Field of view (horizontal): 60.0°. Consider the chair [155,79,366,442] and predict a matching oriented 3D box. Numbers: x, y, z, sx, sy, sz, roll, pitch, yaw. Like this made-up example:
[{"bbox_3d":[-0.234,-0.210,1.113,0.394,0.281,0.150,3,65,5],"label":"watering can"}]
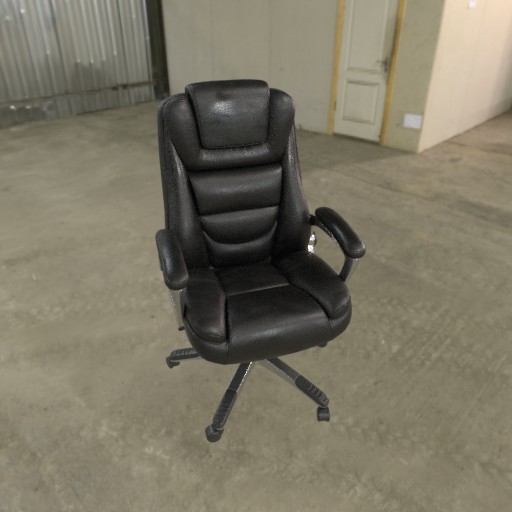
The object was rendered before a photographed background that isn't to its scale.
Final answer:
[{"bbox_3d":[0.000,0.000,1.550,0.697,1.075,0.689,-9,32,-15],"label":"chair"}]
